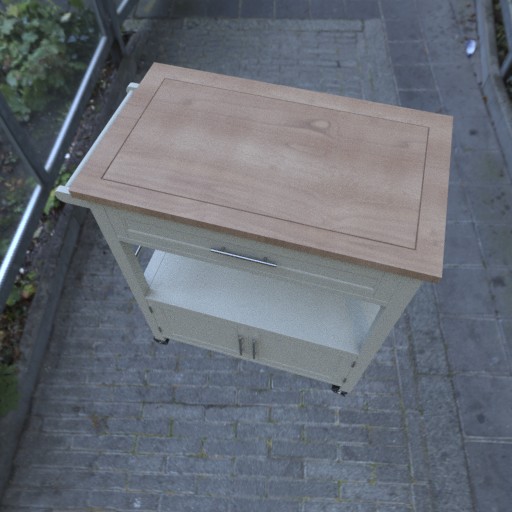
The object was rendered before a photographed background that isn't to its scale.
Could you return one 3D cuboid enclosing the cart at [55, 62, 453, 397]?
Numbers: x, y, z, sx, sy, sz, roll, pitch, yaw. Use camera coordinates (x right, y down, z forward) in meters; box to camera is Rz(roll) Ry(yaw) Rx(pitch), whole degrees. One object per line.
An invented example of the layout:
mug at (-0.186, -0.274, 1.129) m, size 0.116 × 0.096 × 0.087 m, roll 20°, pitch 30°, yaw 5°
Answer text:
cart at (0.000, 0.000, 1.371) m, size 0.840 × 0.901 × 0.459 m, roll 14°, pitch 59°, yaw 8°
